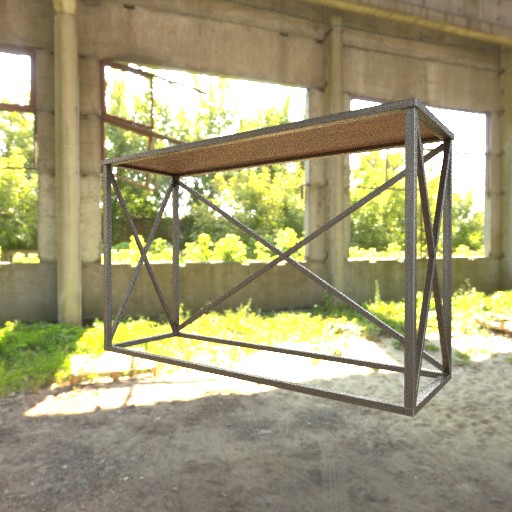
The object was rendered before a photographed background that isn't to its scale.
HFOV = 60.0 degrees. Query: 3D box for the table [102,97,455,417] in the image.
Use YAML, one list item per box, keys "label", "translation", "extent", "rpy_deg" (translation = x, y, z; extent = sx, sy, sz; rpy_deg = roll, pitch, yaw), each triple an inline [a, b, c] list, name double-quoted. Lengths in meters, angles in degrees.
- label: "table"
  translation: [0.000, 0.000, 1.557]
  extent: [1.216, 0.753, 0.402]
  rpy_deg: [0, 1, 36]
